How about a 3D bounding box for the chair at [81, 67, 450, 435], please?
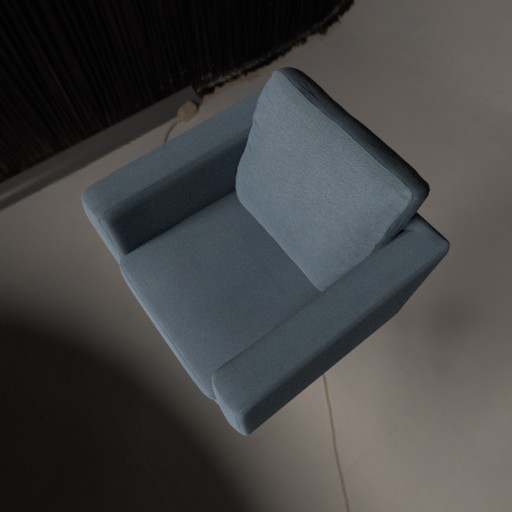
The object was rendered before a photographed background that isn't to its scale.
[{"bbox_3d":[0.000,0.000,1.540,0.820,0.922,0.855,-34,68,-16],"label":"chair"}]
